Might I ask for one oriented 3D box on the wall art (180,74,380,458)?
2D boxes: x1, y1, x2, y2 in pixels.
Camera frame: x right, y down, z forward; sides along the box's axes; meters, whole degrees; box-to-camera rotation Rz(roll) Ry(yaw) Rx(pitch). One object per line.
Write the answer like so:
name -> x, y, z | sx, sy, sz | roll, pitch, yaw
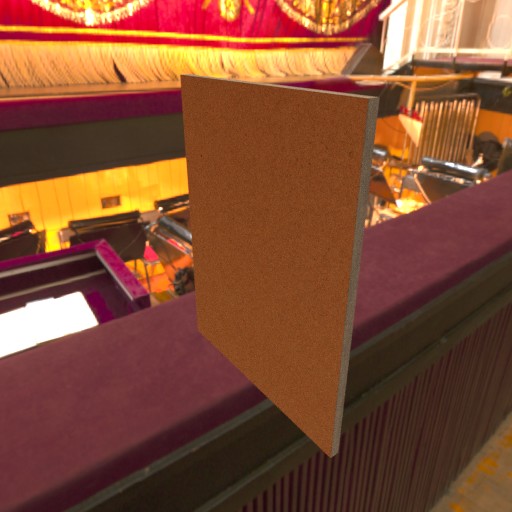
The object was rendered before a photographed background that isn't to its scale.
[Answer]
wall art -> 0.000, 0.000, 0.841 | 0.020, 0.613, 0.481 | -18, 31, -32
